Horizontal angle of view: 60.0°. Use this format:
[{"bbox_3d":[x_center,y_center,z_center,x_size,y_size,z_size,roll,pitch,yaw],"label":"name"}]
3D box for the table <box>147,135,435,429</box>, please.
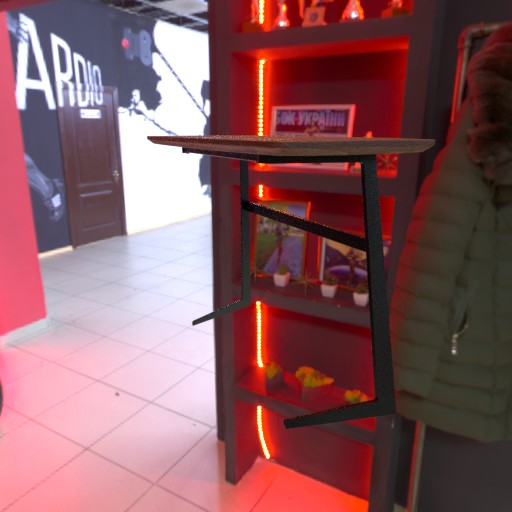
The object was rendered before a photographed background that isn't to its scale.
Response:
[{"bbox_3d":[0.000,0.000,1.112,0.361,0.576,0.804,-8,18,-26],"label":"table"}]
